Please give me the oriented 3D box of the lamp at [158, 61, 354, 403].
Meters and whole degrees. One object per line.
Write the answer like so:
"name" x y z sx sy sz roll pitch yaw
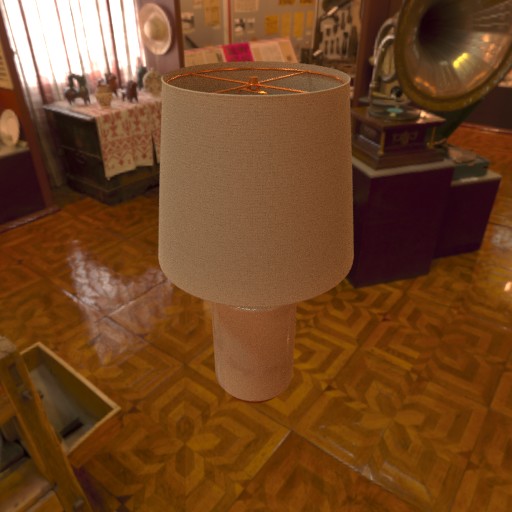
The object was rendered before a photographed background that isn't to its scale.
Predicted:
"lamp" 0.000 0.000 0.444 0.189 0.340 0.189 0 32 0
